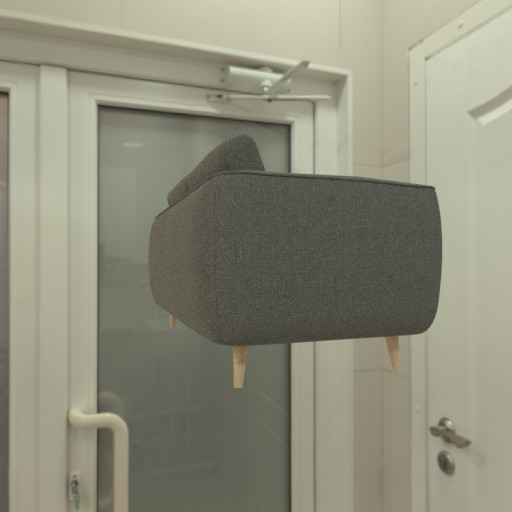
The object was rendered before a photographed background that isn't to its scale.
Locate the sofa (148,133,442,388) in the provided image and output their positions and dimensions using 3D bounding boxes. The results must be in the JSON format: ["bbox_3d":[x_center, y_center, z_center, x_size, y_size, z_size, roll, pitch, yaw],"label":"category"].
[{"bbox_3d":[0.000,0.000,2.216,0.920,0.870,1.700,0,0,-19],"label":"sofa"}]
